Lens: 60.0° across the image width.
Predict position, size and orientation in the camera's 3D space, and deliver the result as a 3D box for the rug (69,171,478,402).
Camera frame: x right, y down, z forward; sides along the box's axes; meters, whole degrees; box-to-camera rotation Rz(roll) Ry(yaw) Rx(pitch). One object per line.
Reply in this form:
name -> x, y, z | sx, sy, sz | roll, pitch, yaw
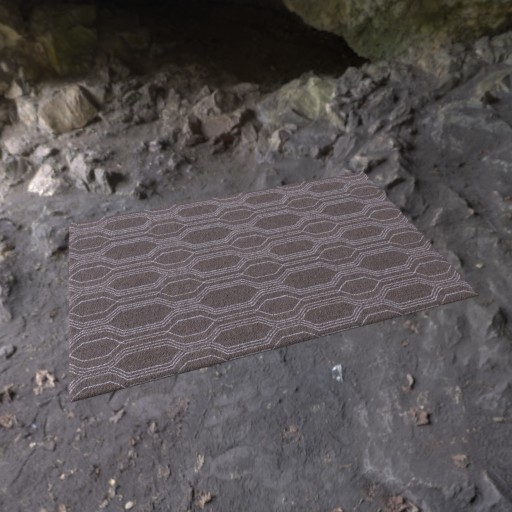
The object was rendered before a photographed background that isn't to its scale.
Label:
rug -> 0.000, 0.000, 3.057 | 2.457, 0.012, 1.541 | -12, 43, -13
